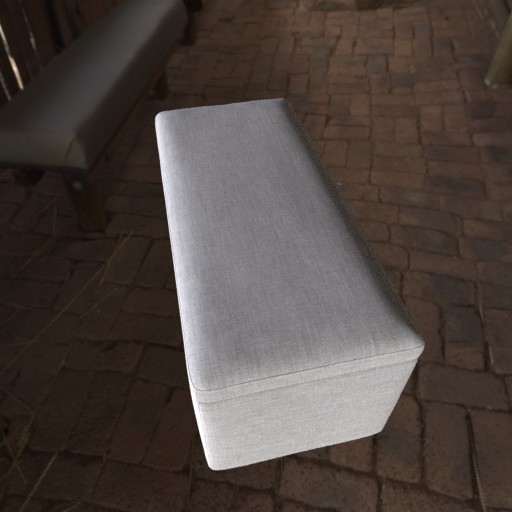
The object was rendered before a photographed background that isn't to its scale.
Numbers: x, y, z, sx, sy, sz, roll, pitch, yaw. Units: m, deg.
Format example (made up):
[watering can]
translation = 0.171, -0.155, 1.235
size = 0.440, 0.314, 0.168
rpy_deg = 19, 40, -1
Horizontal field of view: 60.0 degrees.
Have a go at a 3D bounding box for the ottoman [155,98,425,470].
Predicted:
[ottoman]
translation = 0.000, 0.000, 1.144
size = 0.419, 0.432, 0.902
rpy_deg = -9, 47, -9
